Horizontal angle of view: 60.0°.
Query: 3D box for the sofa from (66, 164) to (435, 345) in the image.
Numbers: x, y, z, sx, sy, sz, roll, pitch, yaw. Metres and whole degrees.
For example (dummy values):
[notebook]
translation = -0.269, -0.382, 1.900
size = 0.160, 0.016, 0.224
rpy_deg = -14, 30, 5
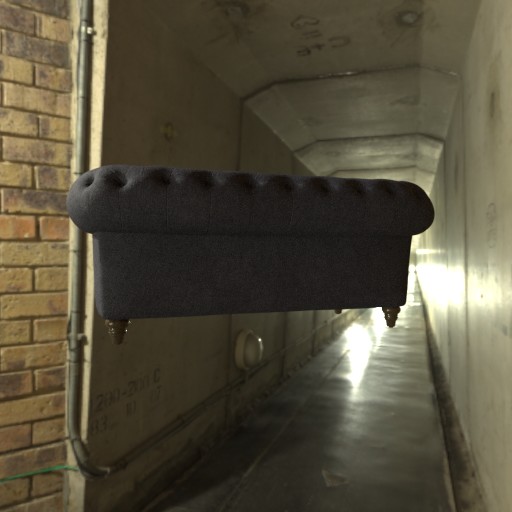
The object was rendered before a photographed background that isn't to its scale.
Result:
[sofa]
translation = 0.000, 0.000, 2.507
size = 1.988, 0.833, 1.082
rpy_deg = 0, 1, -18
